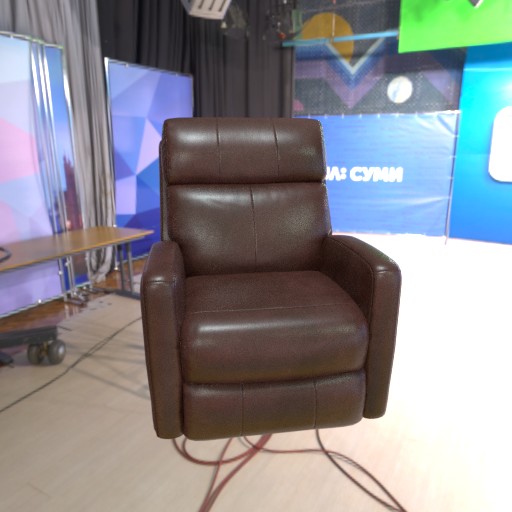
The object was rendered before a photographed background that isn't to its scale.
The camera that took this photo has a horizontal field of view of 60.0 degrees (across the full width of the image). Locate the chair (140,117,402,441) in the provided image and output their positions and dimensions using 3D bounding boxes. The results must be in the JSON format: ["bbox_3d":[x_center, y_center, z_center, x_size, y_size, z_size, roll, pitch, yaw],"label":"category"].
[{"bbox_3d":[0.000,0.000,1.670,0.787,1.016,0.939,-2,16,-8],"label":"chair"}]
